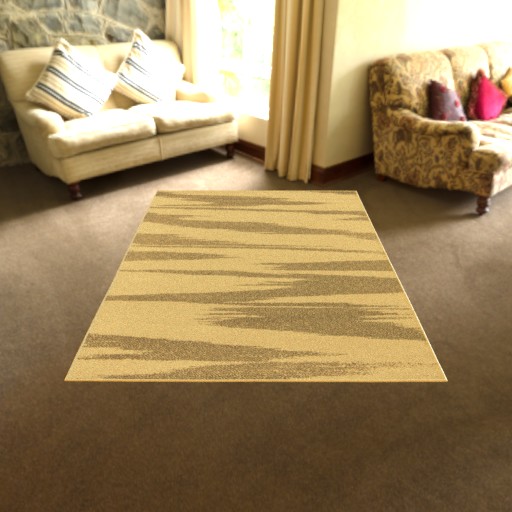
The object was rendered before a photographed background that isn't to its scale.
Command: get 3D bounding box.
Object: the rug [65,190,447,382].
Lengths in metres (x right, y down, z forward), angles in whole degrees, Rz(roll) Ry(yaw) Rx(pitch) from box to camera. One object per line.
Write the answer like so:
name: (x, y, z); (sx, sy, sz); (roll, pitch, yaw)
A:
rug: (0.000, 0.000, 3.957); (2.353, 0.014, 2.945); (0, 31, 0)
